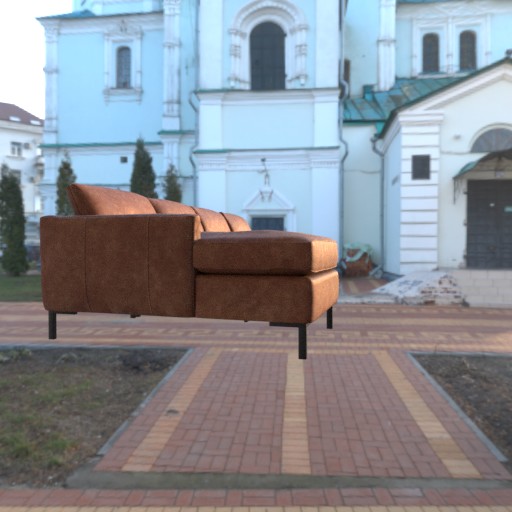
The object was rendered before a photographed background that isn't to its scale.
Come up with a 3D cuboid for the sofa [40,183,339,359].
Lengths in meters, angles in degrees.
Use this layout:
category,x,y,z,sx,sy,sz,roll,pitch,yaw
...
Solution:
category,x,y,z,sx,sy,sz,roll,pitch,yaw
sofa,0.000,0.000,3.535,1.471,0.859,2.993,0,1,18
